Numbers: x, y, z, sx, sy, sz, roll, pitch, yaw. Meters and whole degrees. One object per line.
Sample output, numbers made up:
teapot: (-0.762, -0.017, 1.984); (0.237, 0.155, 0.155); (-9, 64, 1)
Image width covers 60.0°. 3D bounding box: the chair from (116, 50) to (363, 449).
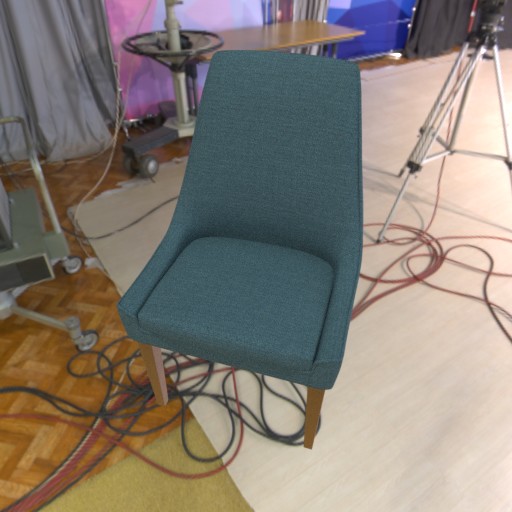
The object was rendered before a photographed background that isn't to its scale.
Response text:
chair: (0.000, 0.000, 1.144); (0.529, 0.861, 0.544); (11, 41, 13)
